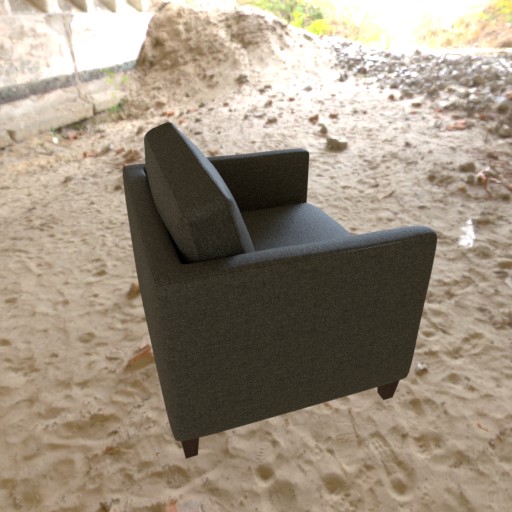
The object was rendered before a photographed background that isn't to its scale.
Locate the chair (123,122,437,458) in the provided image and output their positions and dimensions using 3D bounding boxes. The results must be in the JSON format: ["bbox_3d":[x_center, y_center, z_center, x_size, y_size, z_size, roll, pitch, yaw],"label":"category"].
[{"bbox_3d":[0.000,0.000,1.867,0.959,0.963,1.107,-10,31,-17],"label":"chair"}]
